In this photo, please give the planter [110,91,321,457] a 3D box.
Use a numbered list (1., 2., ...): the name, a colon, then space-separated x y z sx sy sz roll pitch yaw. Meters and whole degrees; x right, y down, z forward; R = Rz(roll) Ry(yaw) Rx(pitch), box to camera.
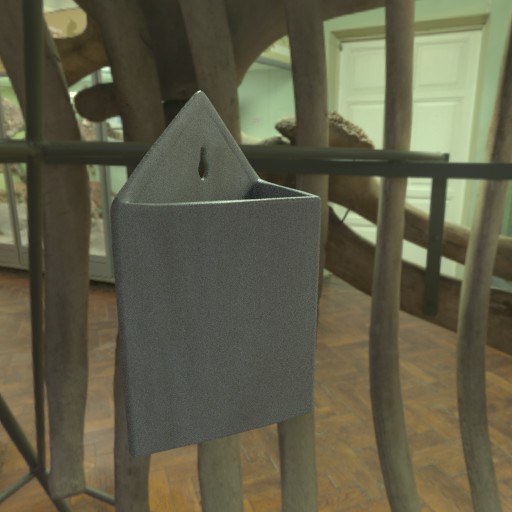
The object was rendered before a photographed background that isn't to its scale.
1. planter: 0.000 0.000 0.271 0.080 0.194 0.163 7 16 24
